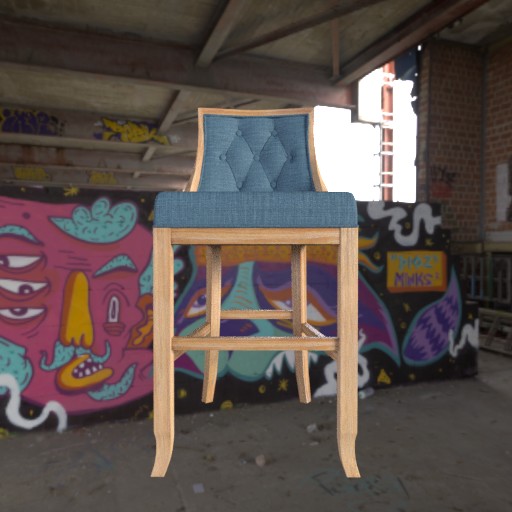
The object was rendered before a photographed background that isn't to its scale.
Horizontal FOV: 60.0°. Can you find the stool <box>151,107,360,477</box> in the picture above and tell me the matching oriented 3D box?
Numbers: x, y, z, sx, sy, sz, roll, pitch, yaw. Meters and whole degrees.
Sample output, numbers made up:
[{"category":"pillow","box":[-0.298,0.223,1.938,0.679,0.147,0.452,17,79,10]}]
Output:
[{"category":"stool","box":[0.000,0.000,1.410,0.524,1.101,0.626,0,1,0]}]
